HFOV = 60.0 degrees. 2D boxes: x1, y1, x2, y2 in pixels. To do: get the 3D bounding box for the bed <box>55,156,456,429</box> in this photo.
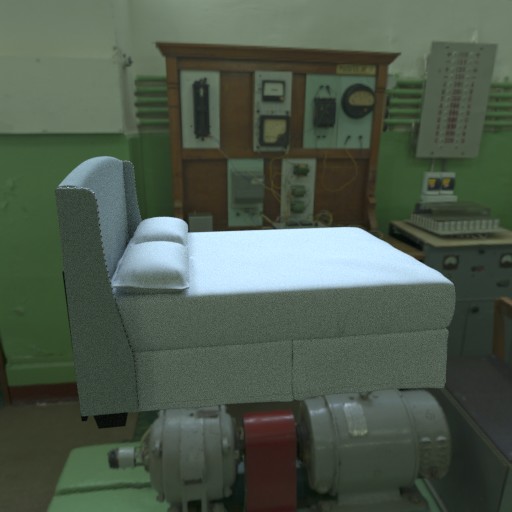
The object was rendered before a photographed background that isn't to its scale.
[{"bbox_3d":[0.000,0.000,3.201,2.237,1.407,1.710,-3,17,-9],"label":"bed"}]
